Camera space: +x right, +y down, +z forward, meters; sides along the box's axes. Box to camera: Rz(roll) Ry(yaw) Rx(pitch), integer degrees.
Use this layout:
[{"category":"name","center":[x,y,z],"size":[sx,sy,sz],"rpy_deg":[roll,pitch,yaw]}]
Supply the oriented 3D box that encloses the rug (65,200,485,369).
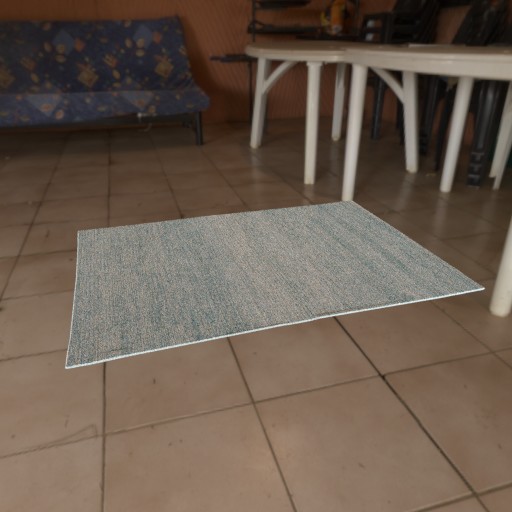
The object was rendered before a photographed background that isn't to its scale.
[{"category":"rug","center":[0.000,0.000,2.958],"size":[2.306,0.030,1.613],"rpy_deg":[-8,27,-15]}]
